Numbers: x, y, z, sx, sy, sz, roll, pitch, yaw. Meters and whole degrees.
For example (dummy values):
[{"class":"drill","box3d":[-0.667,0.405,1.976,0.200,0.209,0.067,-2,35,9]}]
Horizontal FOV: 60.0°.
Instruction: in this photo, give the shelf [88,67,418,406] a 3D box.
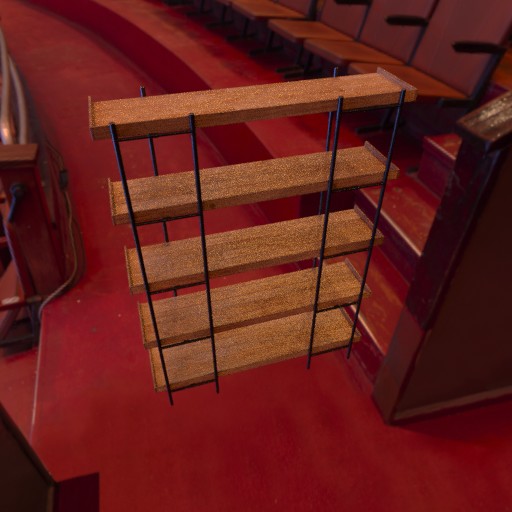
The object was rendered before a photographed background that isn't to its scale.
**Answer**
[{"class":"shelf","box3d":[0.000,0.000,2.463,1.371,1.826,0.379,-11,41,-13]}]
